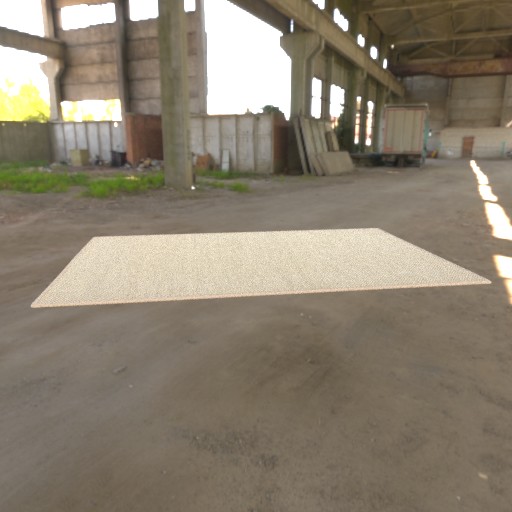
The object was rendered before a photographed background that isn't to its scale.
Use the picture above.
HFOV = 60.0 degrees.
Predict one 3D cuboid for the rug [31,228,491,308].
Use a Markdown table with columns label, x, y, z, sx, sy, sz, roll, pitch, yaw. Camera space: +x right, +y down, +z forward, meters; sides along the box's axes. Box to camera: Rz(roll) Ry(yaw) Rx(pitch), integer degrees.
| label | x | y | z | sx | sy | sz | roll | pitch | yaw |
| --- | --- | --- | --- | --- | --- | --- | --- | --- | --- |
| rug | 0.000 | 0.000 | 2.089 | 1.676 | 0.013 | 1.067 | -2 | 15 | -8 |
